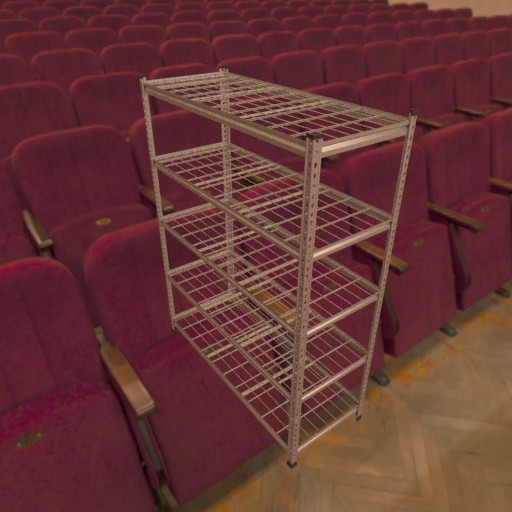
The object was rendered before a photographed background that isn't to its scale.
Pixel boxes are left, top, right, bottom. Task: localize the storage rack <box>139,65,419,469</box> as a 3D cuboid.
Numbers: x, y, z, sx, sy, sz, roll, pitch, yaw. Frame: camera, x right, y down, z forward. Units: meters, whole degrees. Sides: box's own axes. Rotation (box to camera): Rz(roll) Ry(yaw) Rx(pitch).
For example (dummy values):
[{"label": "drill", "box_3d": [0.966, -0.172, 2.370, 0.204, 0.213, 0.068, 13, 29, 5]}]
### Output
[{"label": "storage rack", "box_3d": [0.000, 0.000, 2.771, 0.610, 1.981, 1.524, -21, 37, -30]}]
